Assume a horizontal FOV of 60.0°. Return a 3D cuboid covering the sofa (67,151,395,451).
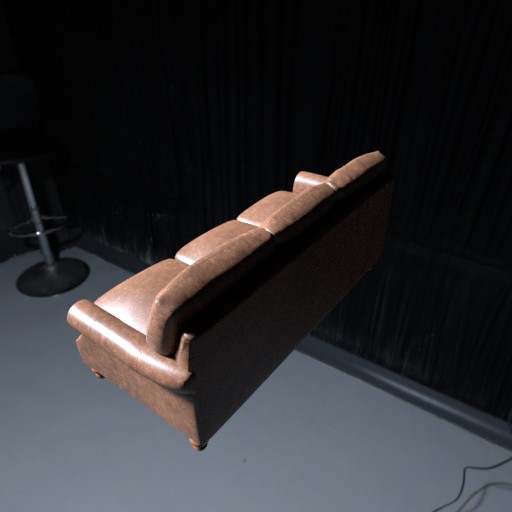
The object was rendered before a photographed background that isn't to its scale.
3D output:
[{"bbox_3d":[0.000,0.000,2.928,0.973,0.977,2.351,22,39,30],"label":"sofa"}]
